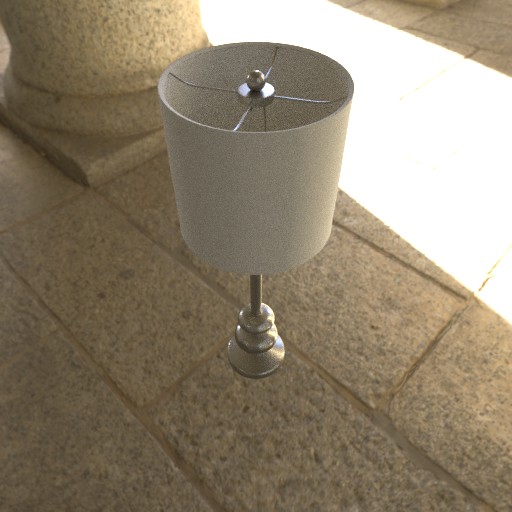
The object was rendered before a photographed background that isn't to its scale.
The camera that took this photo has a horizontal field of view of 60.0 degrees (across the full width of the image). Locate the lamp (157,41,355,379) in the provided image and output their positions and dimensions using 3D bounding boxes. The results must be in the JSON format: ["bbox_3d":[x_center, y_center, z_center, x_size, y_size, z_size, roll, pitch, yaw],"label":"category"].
[{"bbox_3d":[0.000,0.000,0.817,0.254,0.690,0.254,11,48,10],"label":"lamp"}]
